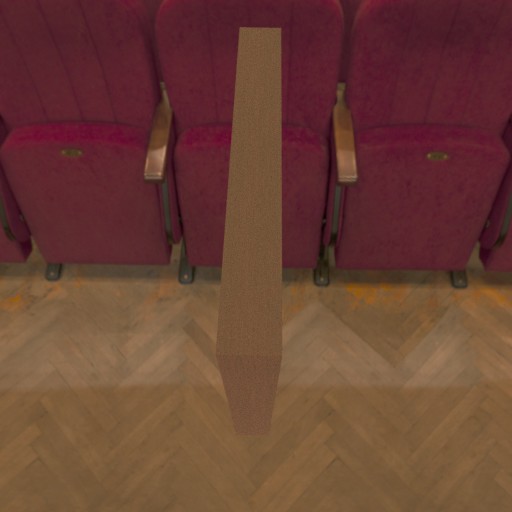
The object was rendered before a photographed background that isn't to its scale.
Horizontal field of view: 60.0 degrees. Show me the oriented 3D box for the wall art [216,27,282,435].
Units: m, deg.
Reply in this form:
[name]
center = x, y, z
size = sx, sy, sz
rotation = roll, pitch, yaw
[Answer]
[wall art]
center = 0.000, 0.000, 0.458
size = 0.038, 0.303, 0.304
rotation = 1, 60, 1
